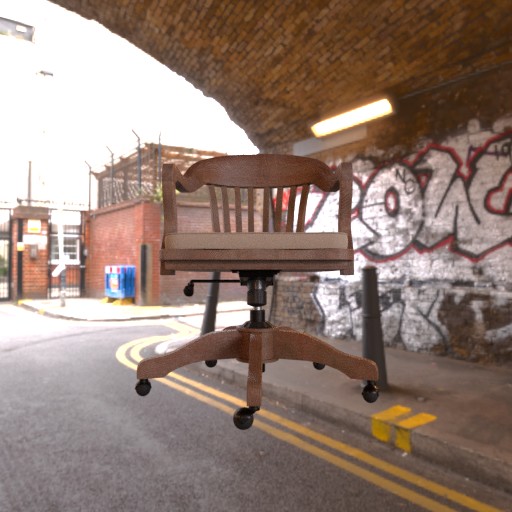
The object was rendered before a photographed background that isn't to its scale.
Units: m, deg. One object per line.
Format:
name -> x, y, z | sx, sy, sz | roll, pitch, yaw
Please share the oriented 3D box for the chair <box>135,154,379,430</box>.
chair -> 0.000, 0.000, 1.476 | 0.750, 0.878, 0.788 | 0, -1, 1
